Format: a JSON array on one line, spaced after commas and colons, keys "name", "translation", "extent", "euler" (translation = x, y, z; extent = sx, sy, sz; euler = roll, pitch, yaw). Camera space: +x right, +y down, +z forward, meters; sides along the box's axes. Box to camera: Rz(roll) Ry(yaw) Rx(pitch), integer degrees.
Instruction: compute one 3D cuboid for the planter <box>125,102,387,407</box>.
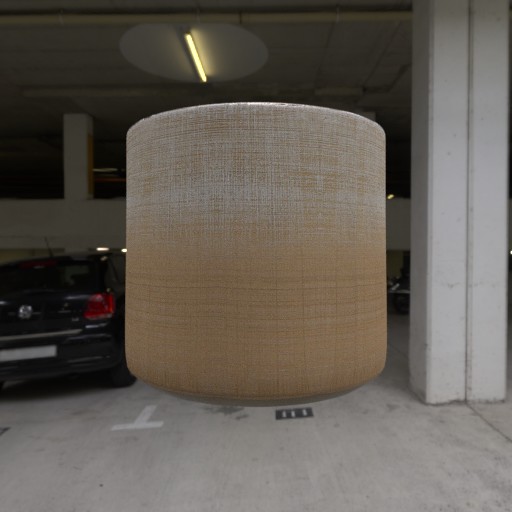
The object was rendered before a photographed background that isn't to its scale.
[{"name": "planter", "translation": [0.000, 0.000, 0.389], "extent": [0.221, 0.201, 0.221], "euler": [0, 1, 0]}]
